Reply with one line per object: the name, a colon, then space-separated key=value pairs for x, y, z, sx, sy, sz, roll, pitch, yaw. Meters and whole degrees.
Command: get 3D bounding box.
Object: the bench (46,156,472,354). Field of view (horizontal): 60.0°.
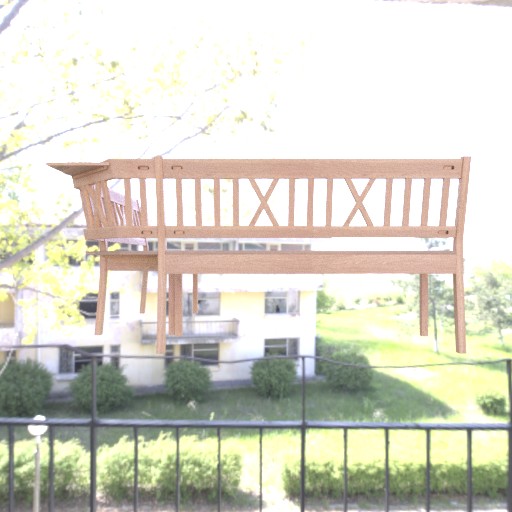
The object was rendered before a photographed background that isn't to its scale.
bench: x=0.000 y=0.000 z=2.757 sx=1.937 sy=0.902 sz=1.537 roll=0 pitch=0 yaw=0
